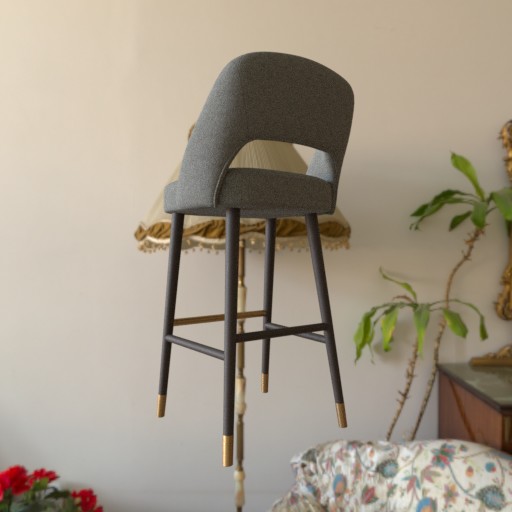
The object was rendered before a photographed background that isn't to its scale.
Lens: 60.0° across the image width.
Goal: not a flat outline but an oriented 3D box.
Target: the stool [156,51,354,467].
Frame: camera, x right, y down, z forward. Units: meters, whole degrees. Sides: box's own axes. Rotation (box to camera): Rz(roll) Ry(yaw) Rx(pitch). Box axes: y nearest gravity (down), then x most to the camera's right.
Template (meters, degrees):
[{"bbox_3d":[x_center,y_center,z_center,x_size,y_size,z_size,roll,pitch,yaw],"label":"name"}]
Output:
[{"bbox_3d":[0.000,0.000,1.422,0.536,1.089,0.524,-1,1,-36],"label":"stool"}]
